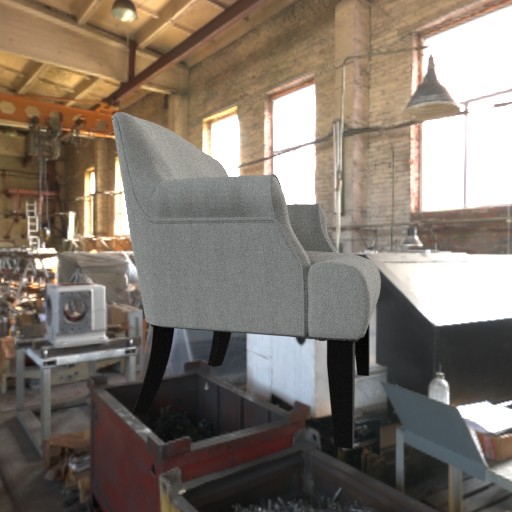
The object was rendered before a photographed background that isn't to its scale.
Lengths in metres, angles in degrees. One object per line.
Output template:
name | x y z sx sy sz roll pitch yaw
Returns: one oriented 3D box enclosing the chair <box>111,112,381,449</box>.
chair | 0.000 0.000 1.431 0.755 0.880 0.772 0 1 18
